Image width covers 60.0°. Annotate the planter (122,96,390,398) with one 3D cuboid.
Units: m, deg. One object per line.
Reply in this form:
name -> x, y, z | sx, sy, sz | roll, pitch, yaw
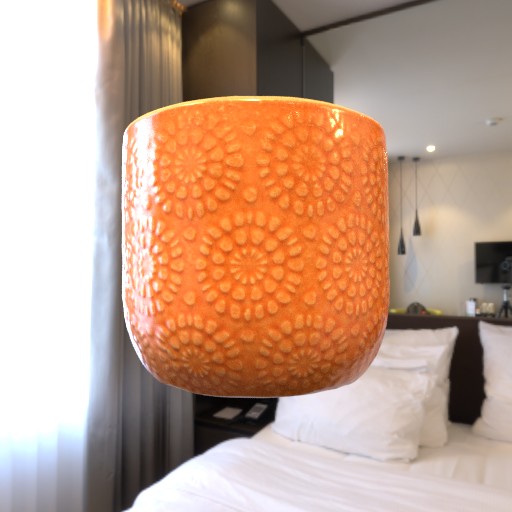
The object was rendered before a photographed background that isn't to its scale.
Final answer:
planter -> 0.000, 0.000, 0.285 | 0.170, 0.152, 0.170 | 0, -2, 0
